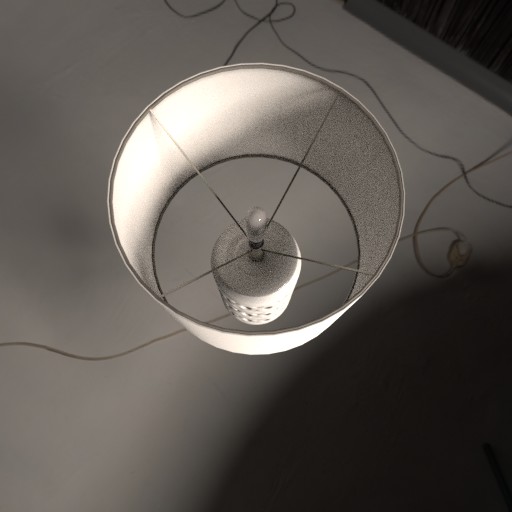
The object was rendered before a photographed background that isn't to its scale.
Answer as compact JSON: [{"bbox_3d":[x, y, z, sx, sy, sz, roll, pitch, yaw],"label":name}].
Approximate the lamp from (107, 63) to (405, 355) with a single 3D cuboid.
[{"bbox_3d":[0.000,0.000,0.697,0.310,0.502,0.310,0,73,0],"label":"lamp"}]
